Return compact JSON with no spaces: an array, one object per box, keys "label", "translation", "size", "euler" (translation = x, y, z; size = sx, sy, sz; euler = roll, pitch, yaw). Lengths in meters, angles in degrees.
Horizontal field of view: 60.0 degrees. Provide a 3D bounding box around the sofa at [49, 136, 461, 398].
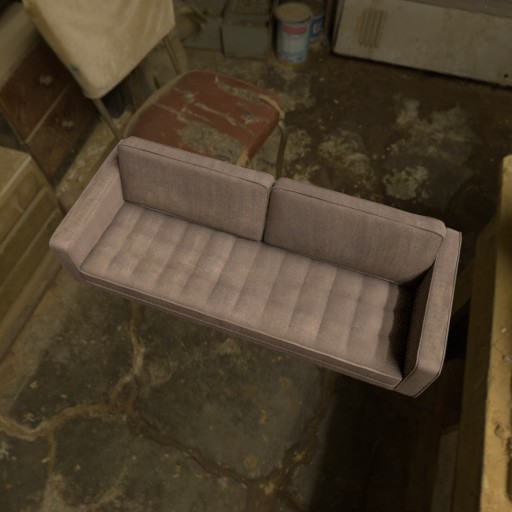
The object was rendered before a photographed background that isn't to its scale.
[{"label":"sofa","translation":[0.000,0.000,2.721],"size":[2.295,0.813,0.923],"euler":[17,60,10]}]
